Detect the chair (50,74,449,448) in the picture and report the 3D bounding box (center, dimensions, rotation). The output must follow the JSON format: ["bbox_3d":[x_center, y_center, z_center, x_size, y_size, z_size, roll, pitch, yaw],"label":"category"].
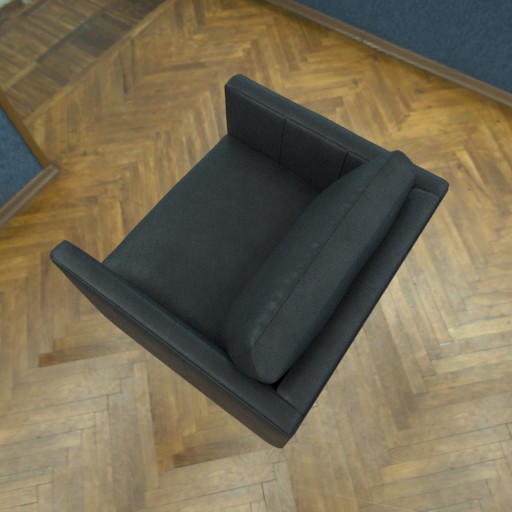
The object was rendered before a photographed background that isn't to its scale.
[{"bbox_3d":[0.000,0.000,1.570,0.862,0.811,0.939,33,68,15],"label":"chair"}]
